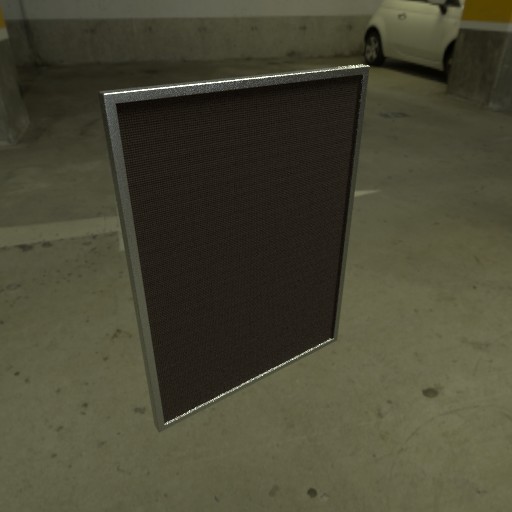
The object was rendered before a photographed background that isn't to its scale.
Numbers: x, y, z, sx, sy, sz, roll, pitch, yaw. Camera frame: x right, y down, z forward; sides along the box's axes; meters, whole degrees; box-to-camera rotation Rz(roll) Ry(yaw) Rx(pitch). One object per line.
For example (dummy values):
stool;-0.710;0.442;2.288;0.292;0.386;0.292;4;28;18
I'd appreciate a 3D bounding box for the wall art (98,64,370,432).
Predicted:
wall art;0.000;0.000;1.401;0.801;1.062;0.037;-19;35;-30
